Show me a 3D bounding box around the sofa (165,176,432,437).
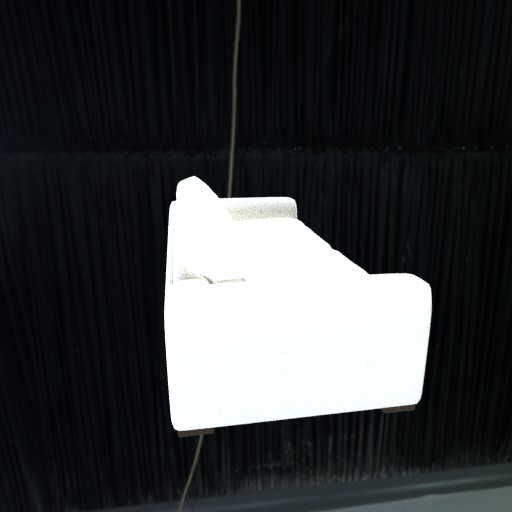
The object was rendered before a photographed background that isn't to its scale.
[{"bbox_3d":[0.000,0.000,2.741,1.070,0.801,2.262,-3,17,-10],"label":"sofa"}]
